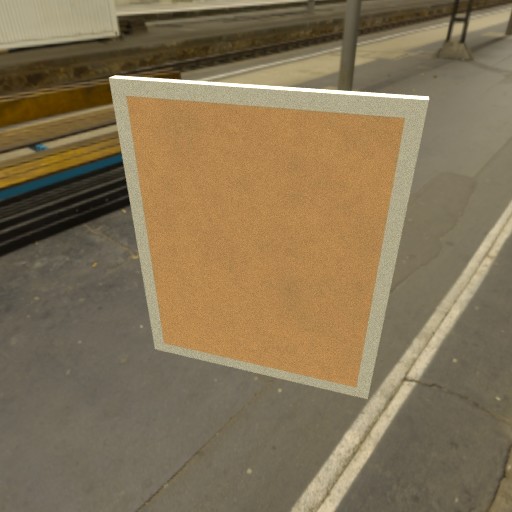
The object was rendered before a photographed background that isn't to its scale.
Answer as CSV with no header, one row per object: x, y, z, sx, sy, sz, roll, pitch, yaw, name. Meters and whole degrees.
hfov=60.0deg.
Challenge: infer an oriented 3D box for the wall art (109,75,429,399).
0.000,0.000,1.112,0.661,0.811,0.026,9,34,14,wall art
